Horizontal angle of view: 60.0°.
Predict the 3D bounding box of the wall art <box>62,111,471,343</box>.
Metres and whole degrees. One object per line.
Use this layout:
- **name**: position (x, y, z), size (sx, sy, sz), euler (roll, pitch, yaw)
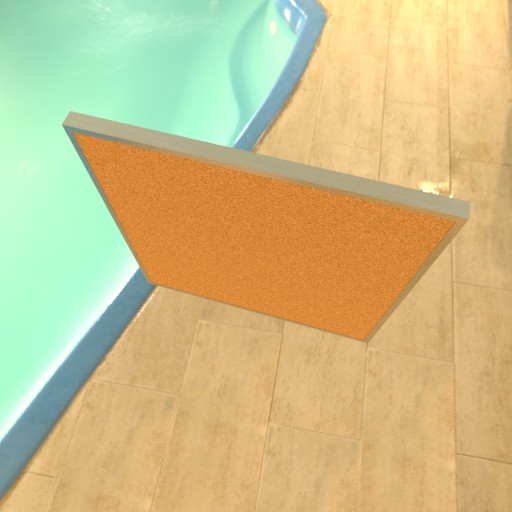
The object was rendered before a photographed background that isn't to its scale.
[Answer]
- **wall art**: position (0.000, 0.000, 1.213), size (0.806, 0.806, 0.038), euler (14, 64, 7)
